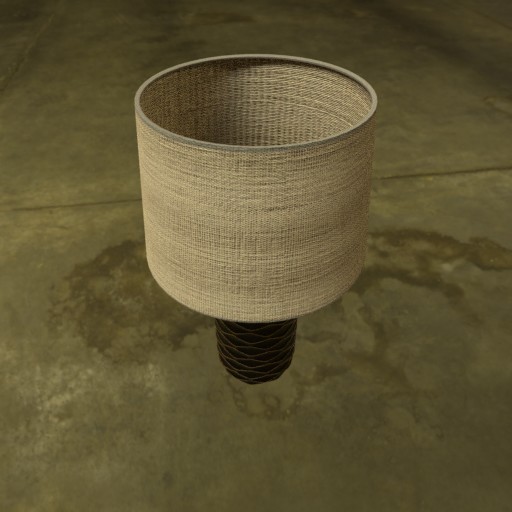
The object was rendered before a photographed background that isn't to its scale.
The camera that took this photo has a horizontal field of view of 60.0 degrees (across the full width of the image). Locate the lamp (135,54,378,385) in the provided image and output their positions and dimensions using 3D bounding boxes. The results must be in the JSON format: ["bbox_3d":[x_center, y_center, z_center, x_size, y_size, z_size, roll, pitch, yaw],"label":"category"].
[{"bbox_3d":[0.000,0.000,0.798,0.376,0.594,0.376,0,41,0],"label":"lamp"}]
